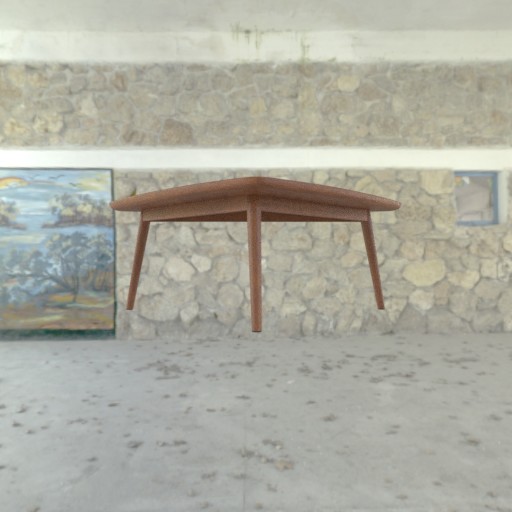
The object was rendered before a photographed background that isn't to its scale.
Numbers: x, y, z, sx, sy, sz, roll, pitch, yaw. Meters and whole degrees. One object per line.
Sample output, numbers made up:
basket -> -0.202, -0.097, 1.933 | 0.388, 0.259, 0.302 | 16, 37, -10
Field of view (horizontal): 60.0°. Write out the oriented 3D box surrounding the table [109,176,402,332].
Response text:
table -> 0.000, 0.000, 1.312 | 1.008, 0.365, 0.601 | 0, 0, 0
